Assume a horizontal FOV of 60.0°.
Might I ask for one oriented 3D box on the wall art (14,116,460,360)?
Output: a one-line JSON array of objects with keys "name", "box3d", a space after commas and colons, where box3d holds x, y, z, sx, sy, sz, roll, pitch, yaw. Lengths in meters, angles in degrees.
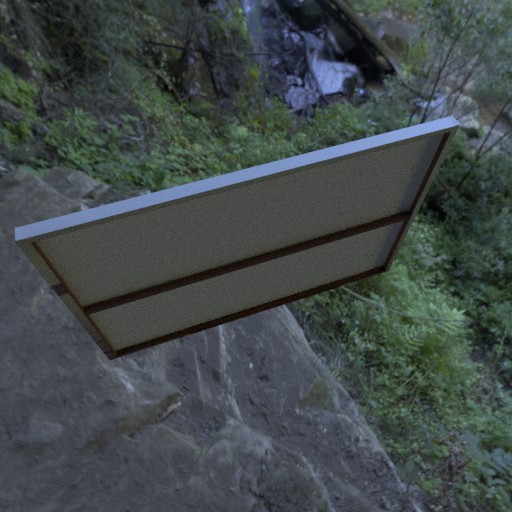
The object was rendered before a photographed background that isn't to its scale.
[{"name": "wall art", "box3d": [0.000, 0.000, 1.415, 1.149, 0.765, 0.040, -16, 59, -10]}]
